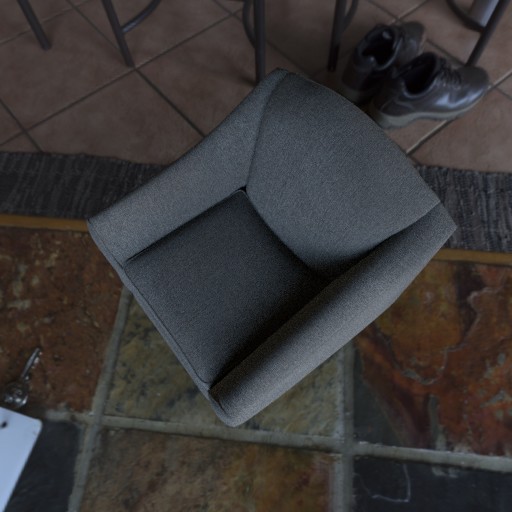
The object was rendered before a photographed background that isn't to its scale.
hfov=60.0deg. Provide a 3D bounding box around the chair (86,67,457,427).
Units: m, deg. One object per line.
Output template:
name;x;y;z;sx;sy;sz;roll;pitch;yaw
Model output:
chair;0.000;0.000;1.460;0.787;0.839;0.763;-35;69;-15
